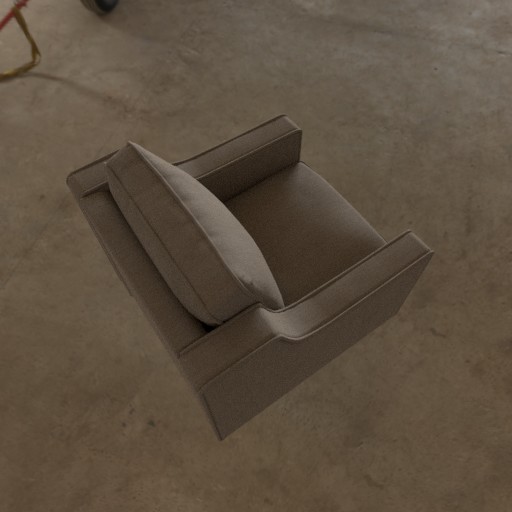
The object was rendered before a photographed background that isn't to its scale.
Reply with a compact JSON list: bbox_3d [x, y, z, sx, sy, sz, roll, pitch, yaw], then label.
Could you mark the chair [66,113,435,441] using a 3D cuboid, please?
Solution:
[{"bbox_3d":[0.000,0.000,1.645,0.909,0.960,0.831,-31,63,-18],"label":"chair"}]
